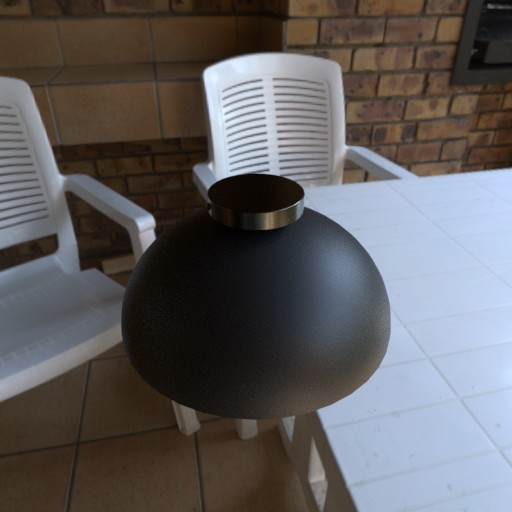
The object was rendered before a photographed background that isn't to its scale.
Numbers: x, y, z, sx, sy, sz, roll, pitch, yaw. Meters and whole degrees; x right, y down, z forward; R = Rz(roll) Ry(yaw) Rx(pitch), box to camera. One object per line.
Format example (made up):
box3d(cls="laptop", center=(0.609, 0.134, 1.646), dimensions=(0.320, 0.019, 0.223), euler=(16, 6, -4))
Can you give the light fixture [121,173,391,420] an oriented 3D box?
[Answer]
box3d(cls="light fixture", center=(0.000, 0.000, 0.560), dimensions=(0.355, 0.177, 0.355), euler=(0, 32, 0))
